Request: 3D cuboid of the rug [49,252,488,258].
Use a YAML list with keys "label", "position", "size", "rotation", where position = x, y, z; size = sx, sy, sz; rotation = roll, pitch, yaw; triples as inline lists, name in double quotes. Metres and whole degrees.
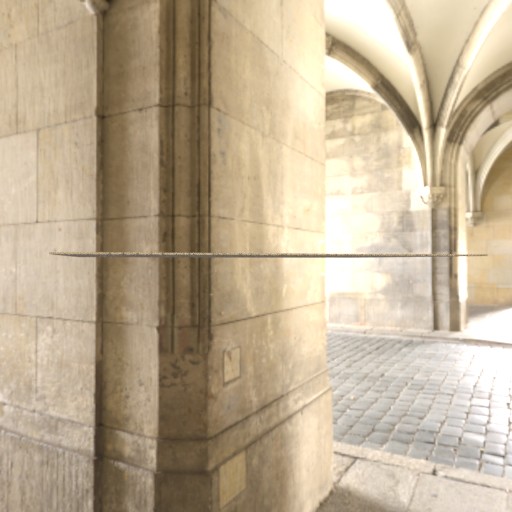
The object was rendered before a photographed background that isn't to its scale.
- label: "rug"
  position: [0.000, 0.000, 2.314]
  size: [1.827, 0.007, 1.211]
  rotation: [0, -1, -17]
